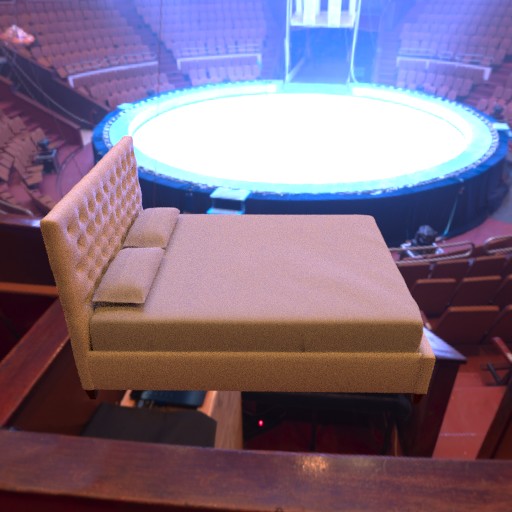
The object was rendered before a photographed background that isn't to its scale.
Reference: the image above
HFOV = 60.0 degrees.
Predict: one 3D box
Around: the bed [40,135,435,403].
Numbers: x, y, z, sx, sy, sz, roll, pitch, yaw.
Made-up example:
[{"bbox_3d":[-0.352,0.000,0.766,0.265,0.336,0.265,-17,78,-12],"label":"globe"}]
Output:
[{"bbox_3d":[0.000,0.000,3.468,2.387,1.427,1.698,1,31,1],"label":"bed"}]
